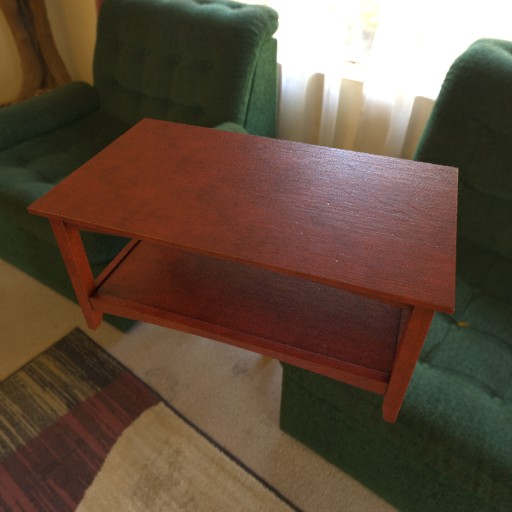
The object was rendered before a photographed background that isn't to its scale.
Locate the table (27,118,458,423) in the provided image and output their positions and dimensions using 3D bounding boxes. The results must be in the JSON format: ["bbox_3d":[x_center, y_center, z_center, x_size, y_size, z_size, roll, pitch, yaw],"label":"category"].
[{"bbox_3d":[0.000,0.000,1.247,0.943,0.456,0.533,13,43,15],"label":"table"}]
